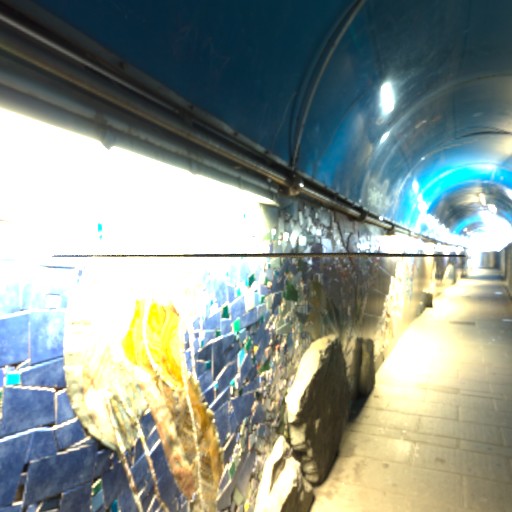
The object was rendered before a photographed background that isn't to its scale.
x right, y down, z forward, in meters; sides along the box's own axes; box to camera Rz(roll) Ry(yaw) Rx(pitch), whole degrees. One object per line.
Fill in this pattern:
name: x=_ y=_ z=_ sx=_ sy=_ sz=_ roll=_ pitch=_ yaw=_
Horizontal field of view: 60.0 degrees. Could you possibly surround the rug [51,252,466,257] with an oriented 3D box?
rug: x=0.000 y=0.000 z=2.896 sx=2.206 sy=0.014 sz=1.578 roll=0 pitch=0 yaw=37
